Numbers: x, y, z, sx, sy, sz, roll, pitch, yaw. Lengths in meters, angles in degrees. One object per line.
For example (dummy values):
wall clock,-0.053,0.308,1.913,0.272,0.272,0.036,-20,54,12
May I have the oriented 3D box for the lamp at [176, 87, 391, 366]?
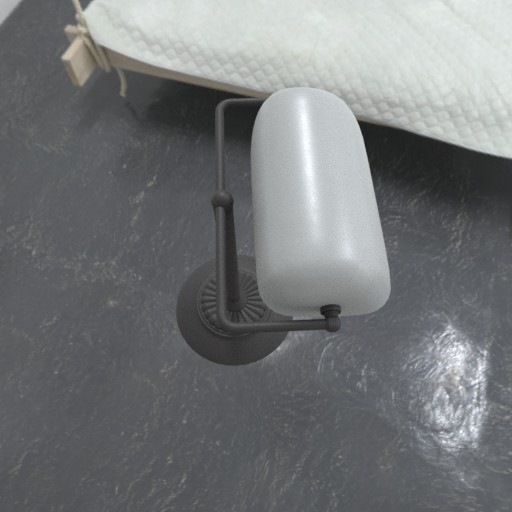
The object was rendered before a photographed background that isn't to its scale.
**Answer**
lamp,0.000,0.000,0.526,0.243,0.339,0.264,-2,63,-1
